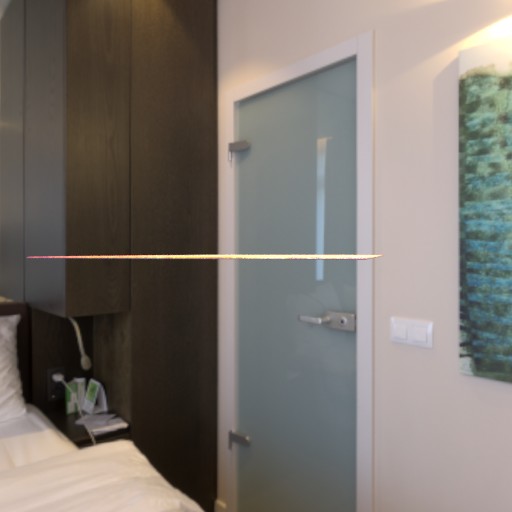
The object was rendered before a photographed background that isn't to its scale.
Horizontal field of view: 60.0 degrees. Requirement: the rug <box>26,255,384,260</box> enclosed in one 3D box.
[{"bbox_3d":[0.000,0.000,3.748,2.007,0.013,2.896,0,0,18],"label":"rug"}]
